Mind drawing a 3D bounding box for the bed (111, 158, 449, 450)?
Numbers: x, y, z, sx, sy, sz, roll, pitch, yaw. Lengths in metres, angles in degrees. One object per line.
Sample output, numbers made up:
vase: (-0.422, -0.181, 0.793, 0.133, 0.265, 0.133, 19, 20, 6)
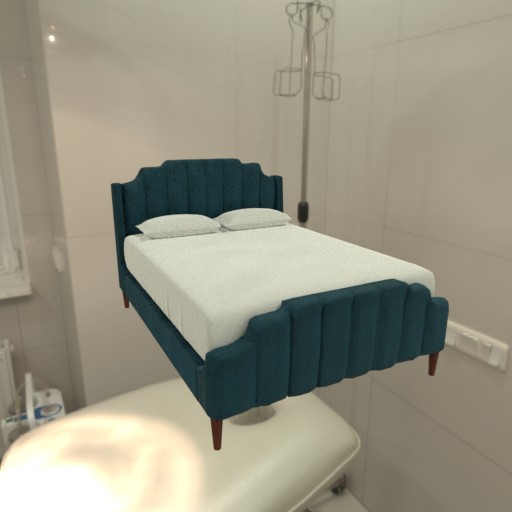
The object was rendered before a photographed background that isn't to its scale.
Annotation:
bed: (0.000, 0.000, 3.397, 1.676, 1.351, 2.322, -8, 17, -27)
